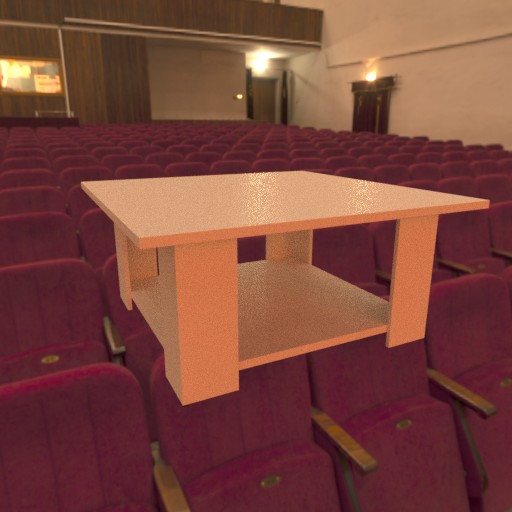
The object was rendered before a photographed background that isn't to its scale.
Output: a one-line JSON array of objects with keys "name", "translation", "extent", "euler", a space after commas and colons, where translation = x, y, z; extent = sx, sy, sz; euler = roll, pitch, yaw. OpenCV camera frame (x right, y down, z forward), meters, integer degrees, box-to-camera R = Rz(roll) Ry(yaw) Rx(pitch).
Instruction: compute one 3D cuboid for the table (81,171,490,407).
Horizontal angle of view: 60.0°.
[{"name": "table", "translation": [0.000, 0.000, 1.038], "extent": [0.670, 0.305, 0.670], "euler": [-8, 18, -26]}]
